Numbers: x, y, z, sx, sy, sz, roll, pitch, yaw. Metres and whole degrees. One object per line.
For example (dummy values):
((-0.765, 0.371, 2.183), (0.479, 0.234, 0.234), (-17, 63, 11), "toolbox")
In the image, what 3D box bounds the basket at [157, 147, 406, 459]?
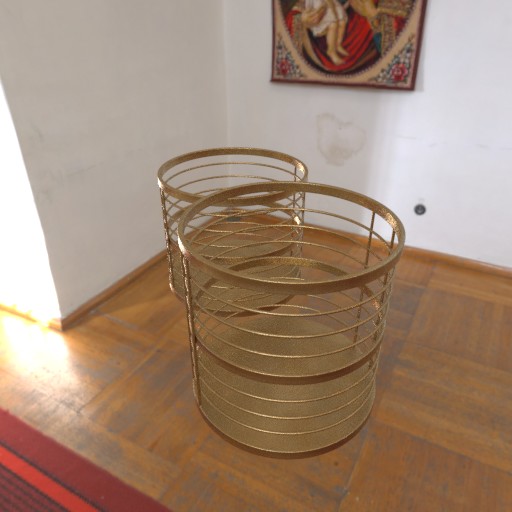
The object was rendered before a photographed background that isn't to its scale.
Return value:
((0.000, 0.000, 0.957), (0.356, 0.351, 0.746), (-8, 31, -14), "basket")
